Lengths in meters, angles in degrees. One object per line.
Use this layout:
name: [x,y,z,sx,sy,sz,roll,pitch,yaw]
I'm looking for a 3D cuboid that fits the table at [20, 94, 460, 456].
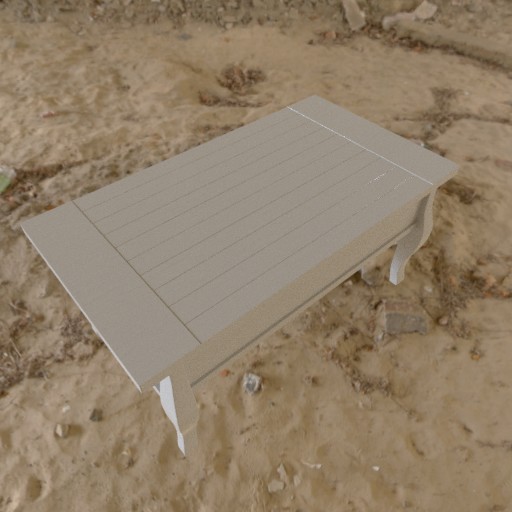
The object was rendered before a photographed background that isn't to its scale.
table: [0.000,0.000,1.376,1.062,0.495,0.600,-32,54,-27]
